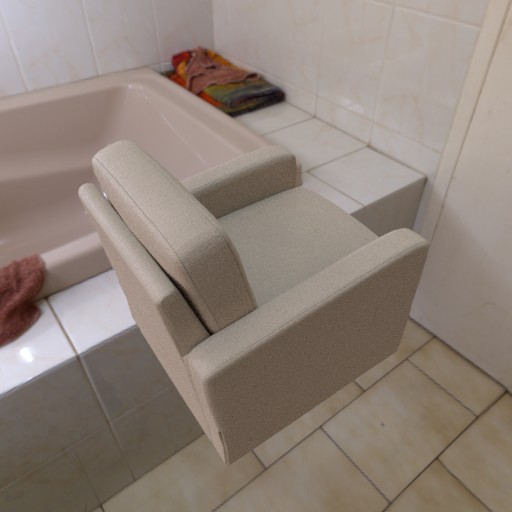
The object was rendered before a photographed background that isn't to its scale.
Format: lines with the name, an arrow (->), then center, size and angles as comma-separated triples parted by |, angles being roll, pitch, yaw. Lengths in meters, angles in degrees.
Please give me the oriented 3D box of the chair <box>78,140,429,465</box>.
chair -> 0.000, 0.000, 1.487 | 0.888, 0.827, 0.755 | -25, 47, -25
